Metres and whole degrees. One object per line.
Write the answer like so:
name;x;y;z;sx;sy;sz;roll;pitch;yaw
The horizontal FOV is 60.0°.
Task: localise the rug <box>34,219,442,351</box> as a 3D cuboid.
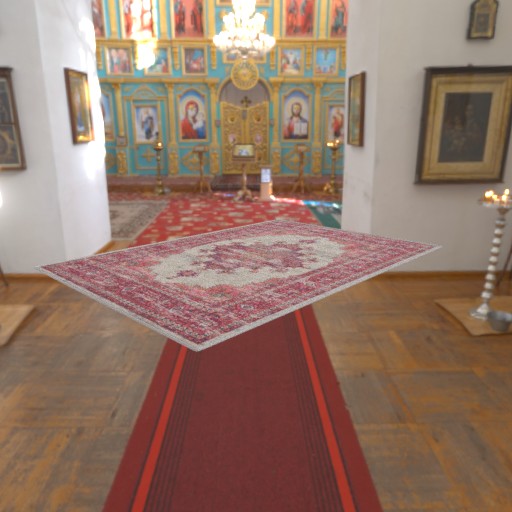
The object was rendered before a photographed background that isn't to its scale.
rug;0.000;0.000;2.906;1.555;0.011;2.232;14;20;42
